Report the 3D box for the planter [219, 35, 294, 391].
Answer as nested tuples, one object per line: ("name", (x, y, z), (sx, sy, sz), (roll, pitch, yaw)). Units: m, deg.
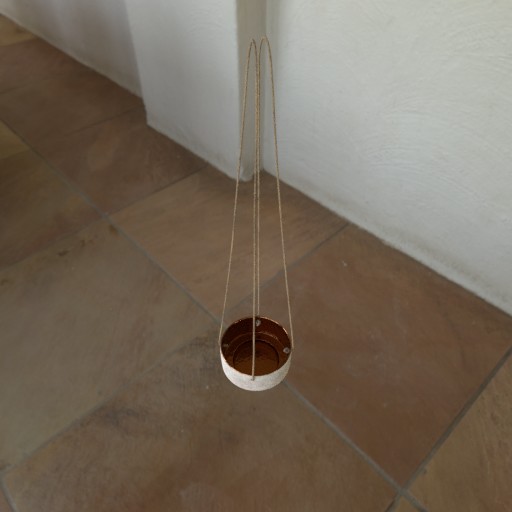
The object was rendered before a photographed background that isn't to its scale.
("planter", (0.000, 0.000, 1.103), (0.223, 1.030, 0.223), (-31, 53, -27))
